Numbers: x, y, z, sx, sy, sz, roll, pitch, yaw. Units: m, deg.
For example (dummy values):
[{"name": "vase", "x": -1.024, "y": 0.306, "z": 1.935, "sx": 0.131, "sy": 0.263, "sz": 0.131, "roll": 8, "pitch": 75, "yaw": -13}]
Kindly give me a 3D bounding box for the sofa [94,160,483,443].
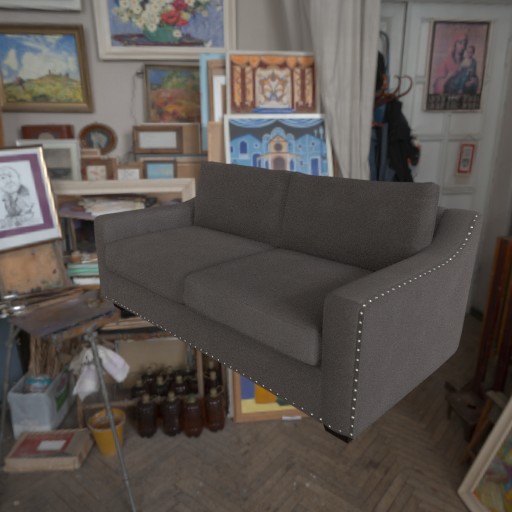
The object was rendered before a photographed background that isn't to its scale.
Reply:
[{"name": "sofa", "x": 0.000, "y": 0.000, "z": 3.195, "sx": 1.336, "sy": 1.196, "sz": 2.550, "roll": -16, "pitch": 23, "yaw": -42}]
